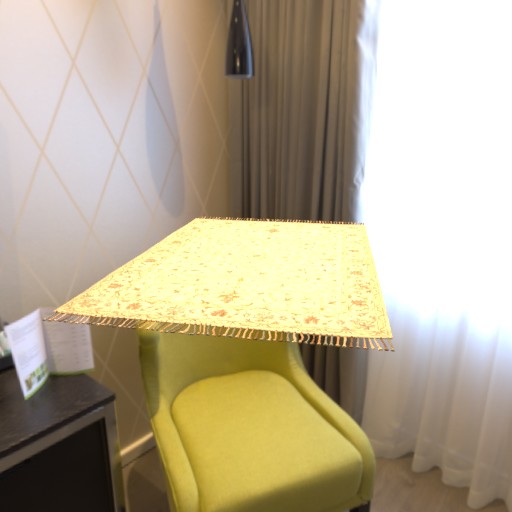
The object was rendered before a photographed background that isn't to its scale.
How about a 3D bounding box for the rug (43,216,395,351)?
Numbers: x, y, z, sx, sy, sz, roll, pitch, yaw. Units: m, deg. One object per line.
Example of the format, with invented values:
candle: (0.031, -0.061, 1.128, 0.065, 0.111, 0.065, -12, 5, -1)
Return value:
rug: (0.000, 0.000, 2.332, 1.218, 0.017, 1.861, 3, 17, 10)
